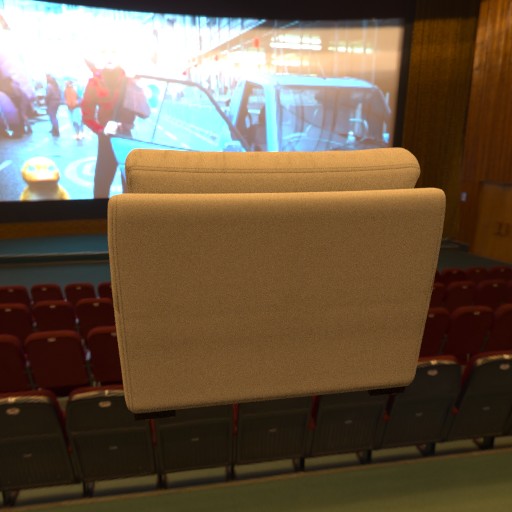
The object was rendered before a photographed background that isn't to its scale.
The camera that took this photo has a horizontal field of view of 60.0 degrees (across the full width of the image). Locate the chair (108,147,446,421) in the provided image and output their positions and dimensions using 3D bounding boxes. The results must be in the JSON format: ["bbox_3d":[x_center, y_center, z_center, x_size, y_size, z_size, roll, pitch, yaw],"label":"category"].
[{"bbox_3d":[0.000,0.000,1.950,1.140,0.930,1.158,-3,14,-10],"label":"chair"}]
